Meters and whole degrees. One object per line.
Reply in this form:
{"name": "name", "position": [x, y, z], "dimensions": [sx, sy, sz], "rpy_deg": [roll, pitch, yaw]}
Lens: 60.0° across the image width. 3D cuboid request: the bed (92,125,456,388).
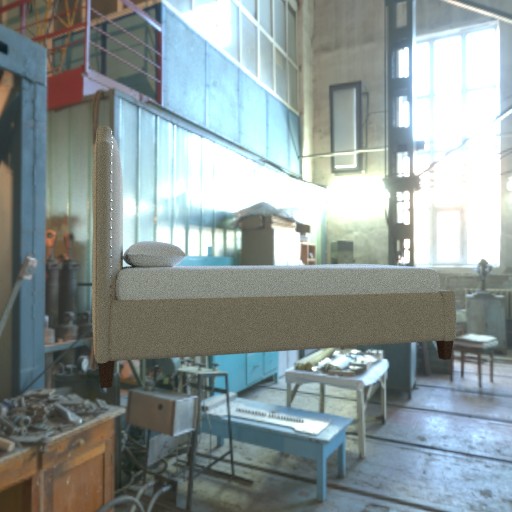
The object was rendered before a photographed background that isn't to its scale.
{"name": "bed", "position": [0.000, 0.000, 3.492], "dimensions": [2.372, 1.443, 1.713], "rpy_deg": [0, -1, -18]}
